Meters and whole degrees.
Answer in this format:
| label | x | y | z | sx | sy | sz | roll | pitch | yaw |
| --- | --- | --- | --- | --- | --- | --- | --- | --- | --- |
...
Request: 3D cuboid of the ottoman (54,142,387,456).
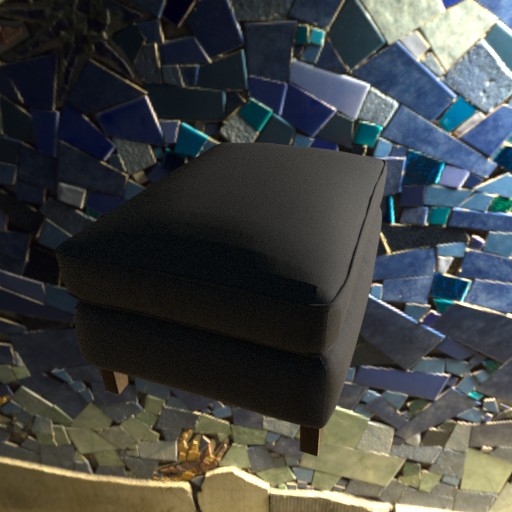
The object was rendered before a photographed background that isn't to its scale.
| label | x | y | z | sx | sy | sz | roll | pitch | yaw |
| --- | --- | --- | --- | --- | --- | --- | --- | --- | --- |
| ottoman | 0.000 | 0.000 | 0.986 | 0.508 | 0.406 | 0.686 | 10 | 32 | 17 |
